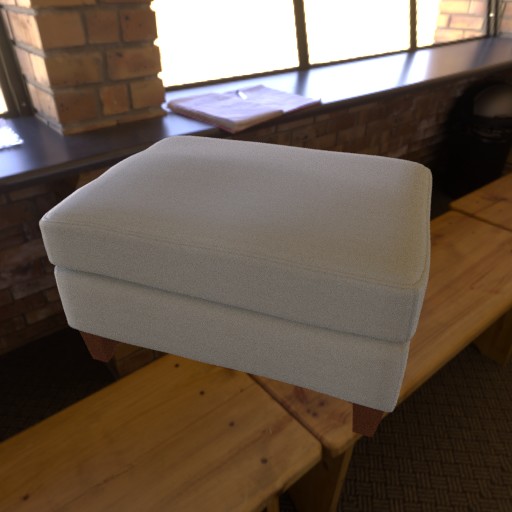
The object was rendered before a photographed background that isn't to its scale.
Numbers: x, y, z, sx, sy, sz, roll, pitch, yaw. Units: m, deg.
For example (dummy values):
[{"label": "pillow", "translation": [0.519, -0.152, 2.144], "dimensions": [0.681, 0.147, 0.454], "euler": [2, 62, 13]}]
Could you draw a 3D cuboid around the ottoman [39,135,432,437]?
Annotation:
[{"label": "ottoman", "translation": [0.000, 0.000, 1.187], "dimensions": [0.818, 0.496, 0.634], "euler": [11, 34, 16]}]
